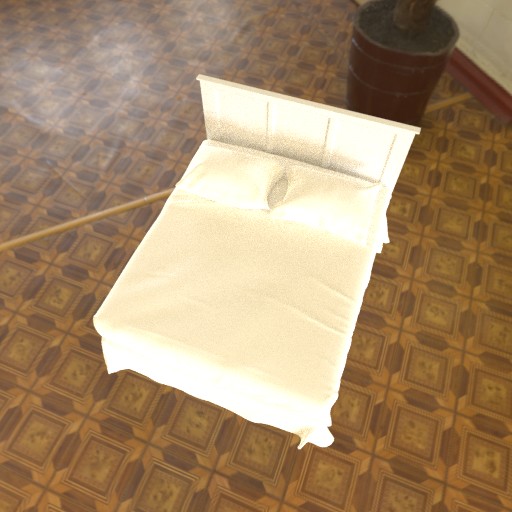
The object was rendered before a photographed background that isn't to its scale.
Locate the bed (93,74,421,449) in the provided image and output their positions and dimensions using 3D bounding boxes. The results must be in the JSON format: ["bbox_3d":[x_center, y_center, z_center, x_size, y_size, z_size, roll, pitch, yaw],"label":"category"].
[{"bbox_3d":[0.000,0.000,3.205,1.876,1.269,2.047,18,59,11],"label":"bed"}]
